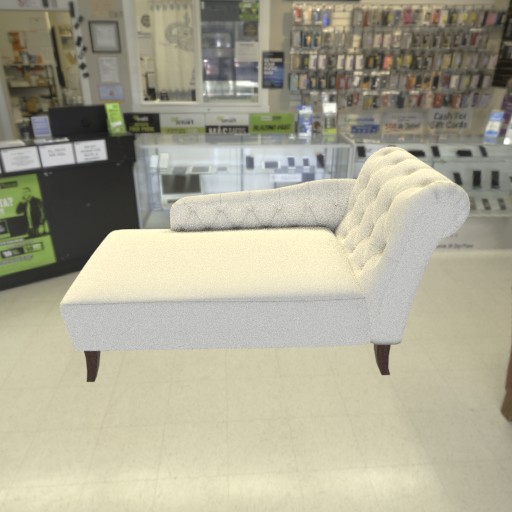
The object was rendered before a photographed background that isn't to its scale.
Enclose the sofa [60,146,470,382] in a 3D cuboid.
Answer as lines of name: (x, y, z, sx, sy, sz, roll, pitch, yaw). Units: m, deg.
sofa: (0.000, 0.000, 1.823, 1.379, 0.787, 0.675, -1, 26, -1)
